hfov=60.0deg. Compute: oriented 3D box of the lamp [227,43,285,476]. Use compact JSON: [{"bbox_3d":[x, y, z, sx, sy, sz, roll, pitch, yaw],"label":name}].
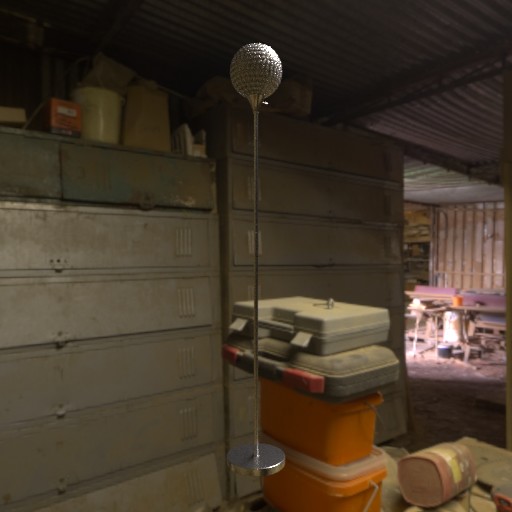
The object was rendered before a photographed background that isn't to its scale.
[{"bbox_3d":[0.000,0.000,1.943,0.254,1.805,0.254,0,0,0],"label":"lamp"}]
